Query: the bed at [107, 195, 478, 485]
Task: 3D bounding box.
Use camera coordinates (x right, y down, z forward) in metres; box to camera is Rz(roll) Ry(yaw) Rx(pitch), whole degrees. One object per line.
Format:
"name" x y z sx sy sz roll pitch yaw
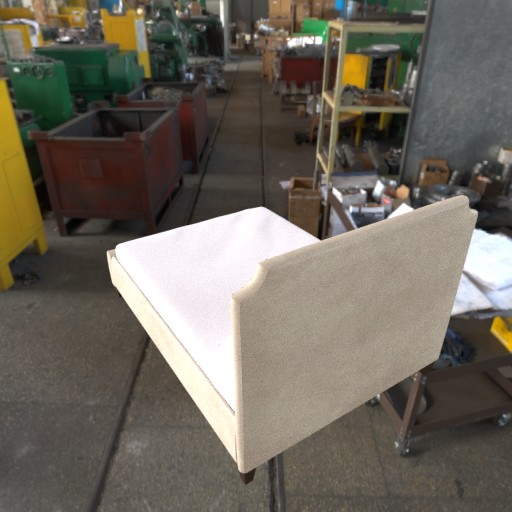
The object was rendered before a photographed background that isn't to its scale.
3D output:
"bed" 0.000 0.000 3.394 1.712 1.443 2.372 -18 34 -28
